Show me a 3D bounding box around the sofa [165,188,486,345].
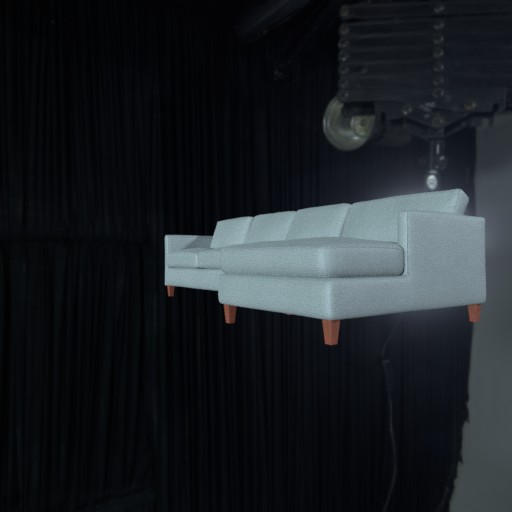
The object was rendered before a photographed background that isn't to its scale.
[{"bbox_3d":[0.000,0.000,4.070,1.604,0.950,3.471,0,-1,-36],"label":"sofa"}]
